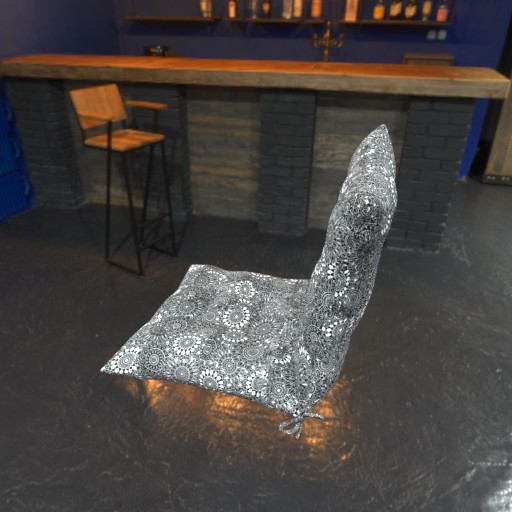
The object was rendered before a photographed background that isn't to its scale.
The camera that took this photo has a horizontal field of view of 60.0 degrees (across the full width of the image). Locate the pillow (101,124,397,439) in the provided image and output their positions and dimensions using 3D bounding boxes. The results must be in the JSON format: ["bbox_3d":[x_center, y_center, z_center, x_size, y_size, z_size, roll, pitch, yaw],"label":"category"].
[{"bbox_3d":[0.000,0.000,1.035,0.585,0.536,0.541,8,31,15],"label":"pillow"}]
